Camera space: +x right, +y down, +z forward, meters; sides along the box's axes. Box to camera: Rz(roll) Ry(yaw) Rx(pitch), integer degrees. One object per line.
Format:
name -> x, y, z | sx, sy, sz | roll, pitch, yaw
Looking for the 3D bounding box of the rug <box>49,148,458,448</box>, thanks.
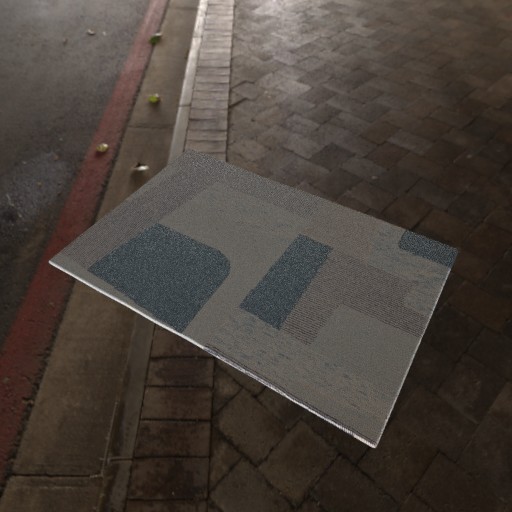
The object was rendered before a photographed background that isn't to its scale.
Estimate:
rug -> 0.000, 0.000, 2.397 | 1.847, 0.020, 1.238 | 24, 52, 21
